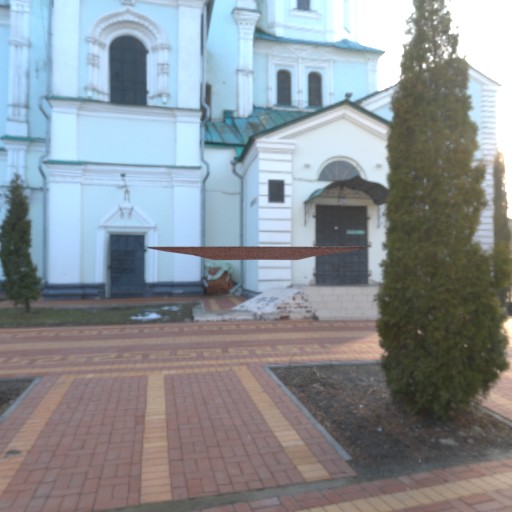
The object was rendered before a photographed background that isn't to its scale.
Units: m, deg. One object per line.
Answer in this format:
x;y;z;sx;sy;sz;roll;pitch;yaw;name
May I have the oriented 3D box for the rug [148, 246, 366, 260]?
0.000;0.000;2.618;0.718;0.013;2.353;0;-1;0;rug
